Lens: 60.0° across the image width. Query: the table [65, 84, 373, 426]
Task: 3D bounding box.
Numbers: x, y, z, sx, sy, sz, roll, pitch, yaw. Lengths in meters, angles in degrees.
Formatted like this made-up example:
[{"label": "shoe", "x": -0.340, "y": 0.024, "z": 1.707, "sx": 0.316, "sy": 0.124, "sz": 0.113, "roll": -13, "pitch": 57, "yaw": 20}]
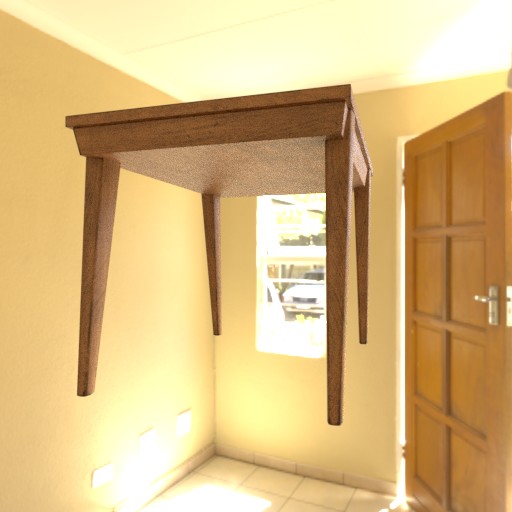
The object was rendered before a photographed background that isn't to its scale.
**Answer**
[{"label": "table", "x": 0.000, "y": 0.000, "z": 1.575, "sx": 0.757, "sy": 0.760, "sz": 1.027, "roll": 0, "pitch": 0, "yaw": 17}]
